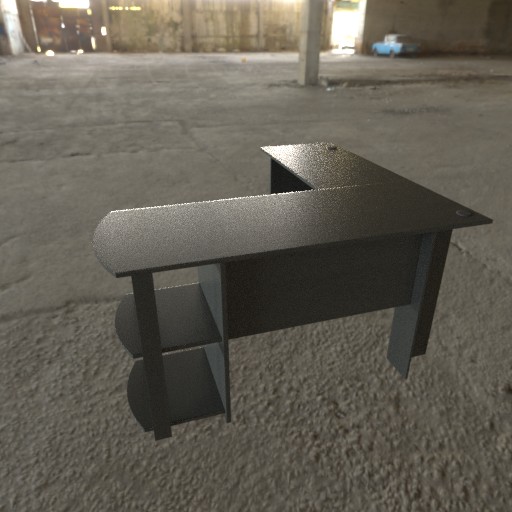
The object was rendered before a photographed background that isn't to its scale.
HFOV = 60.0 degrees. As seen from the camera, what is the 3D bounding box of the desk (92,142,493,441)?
[{"bbox_3d":[0.000,0.000,2.111,1.361,0.716,1.303,-8,28,-16],"label":"desk"}]
